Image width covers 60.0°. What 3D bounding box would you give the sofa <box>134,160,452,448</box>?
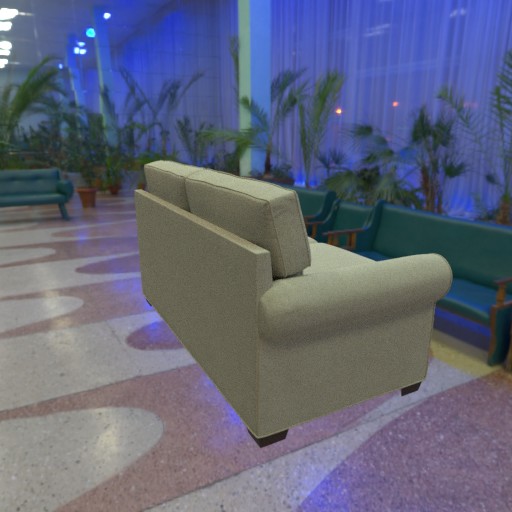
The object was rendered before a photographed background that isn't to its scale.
[{"bbox_3d":[0.000,0.000,2.331,0.861,0.933,1.774,-8,18,-27],"label":"sofa"}]
